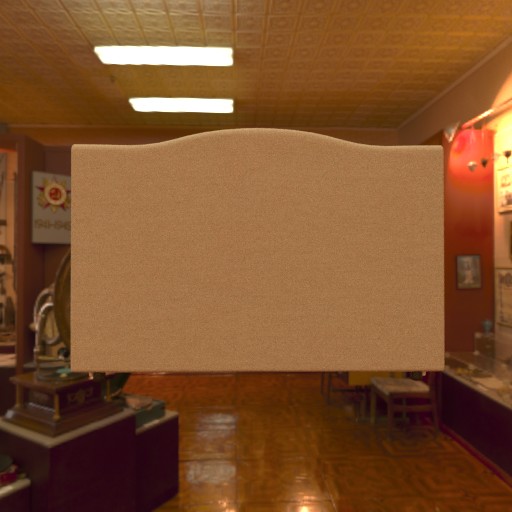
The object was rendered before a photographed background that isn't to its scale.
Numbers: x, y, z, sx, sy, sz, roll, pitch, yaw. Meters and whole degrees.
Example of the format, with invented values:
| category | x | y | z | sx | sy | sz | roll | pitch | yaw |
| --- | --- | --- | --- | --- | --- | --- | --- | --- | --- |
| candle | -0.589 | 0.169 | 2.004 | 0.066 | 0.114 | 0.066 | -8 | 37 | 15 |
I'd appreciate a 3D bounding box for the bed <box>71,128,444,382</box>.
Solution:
| category | x | y | z | sx | sy | sz | roll | pitch | yaw |
| --- | --- | --- | --- | --- | --- | --- | --- | --- | --- |
| bed | 0.000 | 0.000 | 3.539 | 2.083 | 1.421 | 2.182 | 0 | -1 | -1 |
